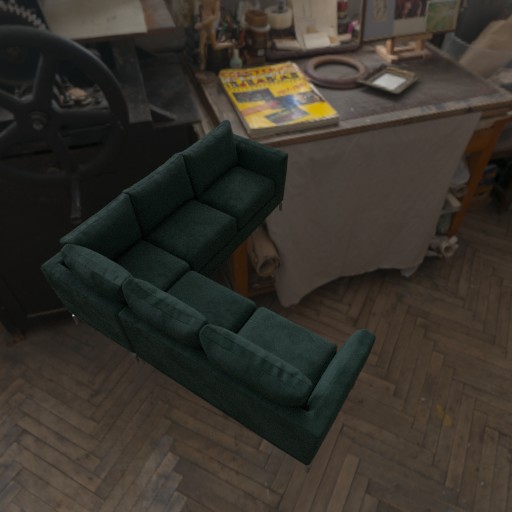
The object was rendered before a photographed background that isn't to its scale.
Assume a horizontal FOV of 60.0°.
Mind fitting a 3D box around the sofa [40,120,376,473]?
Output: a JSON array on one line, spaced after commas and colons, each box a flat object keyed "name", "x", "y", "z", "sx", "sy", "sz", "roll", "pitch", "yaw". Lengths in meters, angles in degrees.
[{"name": "sofa", "x": 0.000, "y": 0.000, "z": 3.886, "sx": 2.468, "sy": 1.004, "sz": 2.452, "roll": 25, "pitch": 51, "yaw": 22}]
